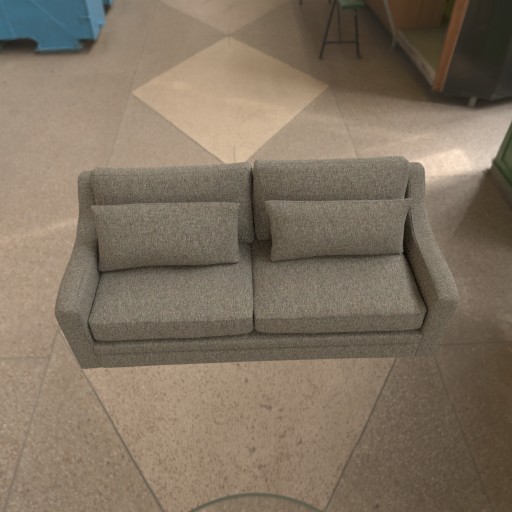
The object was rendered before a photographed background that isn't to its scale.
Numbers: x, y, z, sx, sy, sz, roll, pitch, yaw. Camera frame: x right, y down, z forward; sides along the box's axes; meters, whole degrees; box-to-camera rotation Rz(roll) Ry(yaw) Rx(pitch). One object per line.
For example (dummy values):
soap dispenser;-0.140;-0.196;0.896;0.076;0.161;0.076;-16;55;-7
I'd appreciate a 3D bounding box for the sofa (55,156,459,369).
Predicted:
sofa;0.000;0.000;2.980;2.418;0.998;1.103;-2;46;-2
